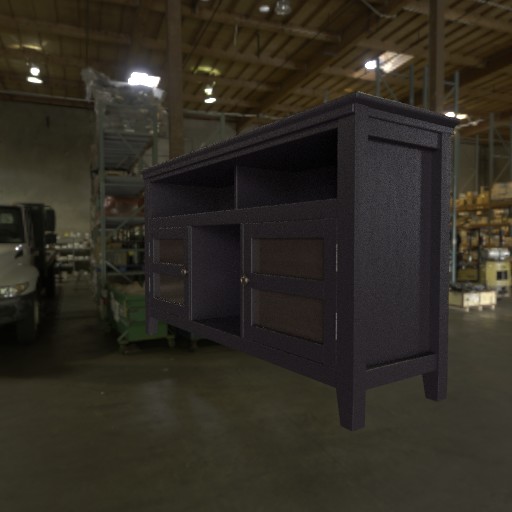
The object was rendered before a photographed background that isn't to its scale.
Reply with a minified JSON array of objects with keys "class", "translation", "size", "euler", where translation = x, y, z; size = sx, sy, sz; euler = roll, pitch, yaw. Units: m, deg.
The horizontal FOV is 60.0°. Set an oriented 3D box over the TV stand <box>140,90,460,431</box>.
[{"class":"TV stand","translation":[0.000,0.000,1.452],"size":[0.347,0.681,1.198],"euler":[-1,2,-35]}]
